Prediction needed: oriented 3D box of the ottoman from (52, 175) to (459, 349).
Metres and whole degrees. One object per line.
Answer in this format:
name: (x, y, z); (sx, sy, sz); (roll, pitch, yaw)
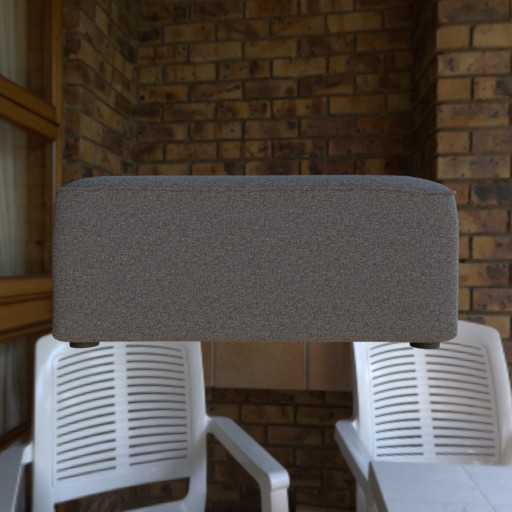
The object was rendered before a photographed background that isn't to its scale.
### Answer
ottoman: (0.000, 0.000, 1.574); (1.005, 0.464, 1.015); (0, 0, 1)
